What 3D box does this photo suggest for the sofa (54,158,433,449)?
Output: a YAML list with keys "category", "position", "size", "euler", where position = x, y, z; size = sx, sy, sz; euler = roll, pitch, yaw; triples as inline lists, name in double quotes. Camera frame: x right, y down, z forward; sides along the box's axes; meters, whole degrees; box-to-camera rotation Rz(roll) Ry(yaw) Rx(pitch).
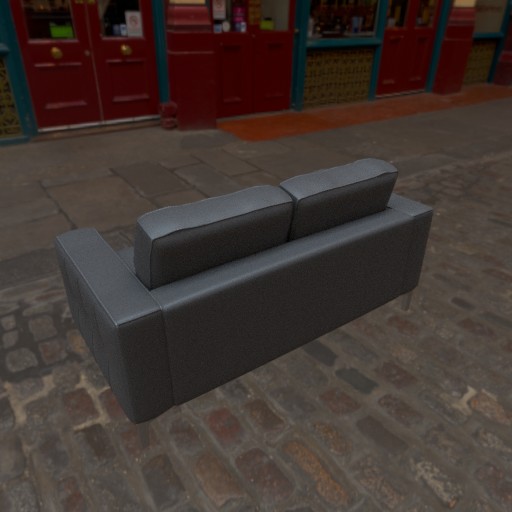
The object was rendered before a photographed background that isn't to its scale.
- category: "sofa"
  position: [0.000, 0.000, 2.243]
  size: [1.726, 0.893, 0.833]
  euler: [-19, 34, -30]
